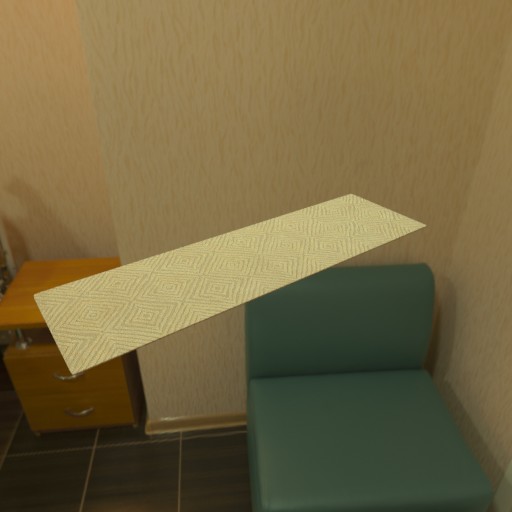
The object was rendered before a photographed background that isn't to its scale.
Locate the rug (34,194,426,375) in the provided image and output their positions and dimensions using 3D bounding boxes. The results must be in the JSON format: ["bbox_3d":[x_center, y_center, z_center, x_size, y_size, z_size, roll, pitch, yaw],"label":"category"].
[{"bbox_3d":[0.000,0.000,2.565,2.277,0.008,0.676,-20,36,-30],"label":"rug"}]
